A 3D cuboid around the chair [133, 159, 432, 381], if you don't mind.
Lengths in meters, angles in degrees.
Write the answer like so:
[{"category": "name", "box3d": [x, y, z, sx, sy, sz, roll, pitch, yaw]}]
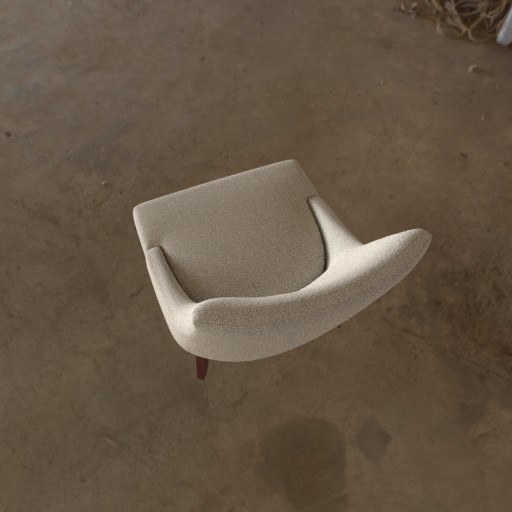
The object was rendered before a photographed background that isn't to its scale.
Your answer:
[{"category": "chair", "box3d": [0.000, 0.000, 1.468, 0.701, 0.909, 0.861, -19, 60, -11]}]
